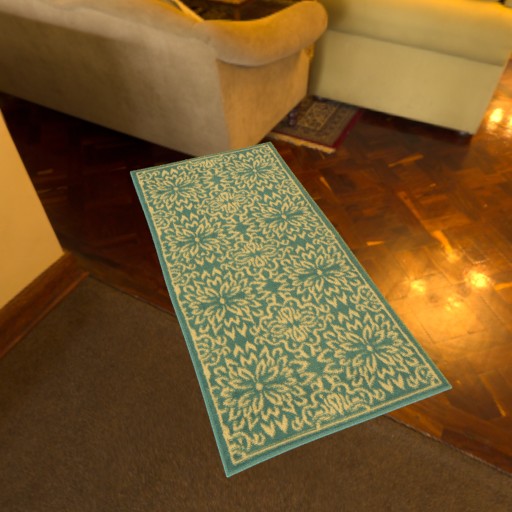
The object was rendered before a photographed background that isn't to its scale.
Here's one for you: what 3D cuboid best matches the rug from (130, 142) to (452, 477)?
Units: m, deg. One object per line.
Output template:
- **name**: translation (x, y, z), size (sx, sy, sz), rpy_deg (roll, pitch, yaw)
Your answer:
- **rug**: translation (0.000, 0.000, 1.444), size (0.604, 0.007, 1.219), rpy_deg (-16, 48, -14)
